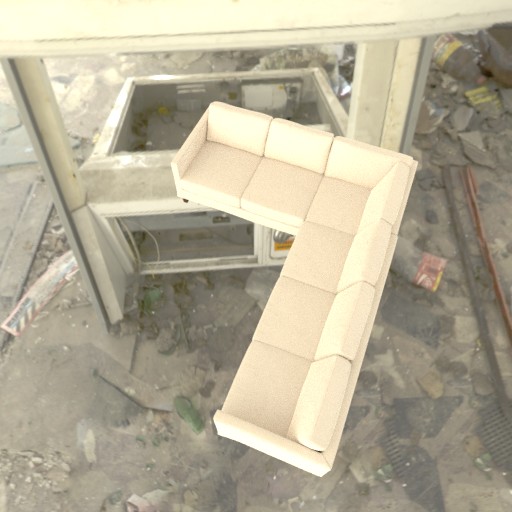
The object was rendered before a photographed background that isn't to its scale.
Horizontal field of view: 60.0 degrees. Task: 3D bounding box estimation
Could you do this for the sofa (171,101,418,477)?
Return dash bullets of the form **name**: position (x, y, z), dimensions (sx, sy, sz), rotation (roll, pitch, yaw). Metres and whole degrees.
- **sofa**: position (0.000, 0.000, 4.328), dimensions (2.432, 0.863, 3.182), rotation (19, 60, 11)
